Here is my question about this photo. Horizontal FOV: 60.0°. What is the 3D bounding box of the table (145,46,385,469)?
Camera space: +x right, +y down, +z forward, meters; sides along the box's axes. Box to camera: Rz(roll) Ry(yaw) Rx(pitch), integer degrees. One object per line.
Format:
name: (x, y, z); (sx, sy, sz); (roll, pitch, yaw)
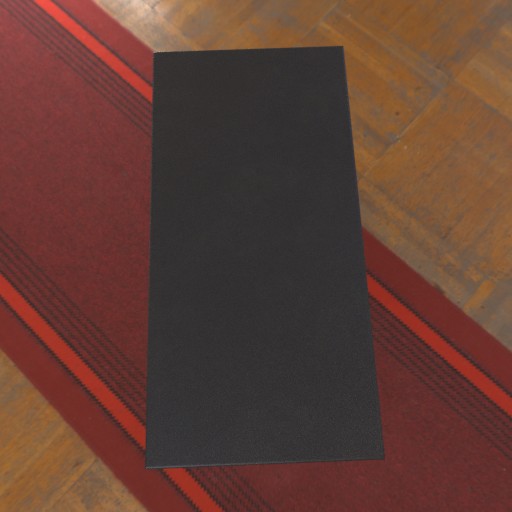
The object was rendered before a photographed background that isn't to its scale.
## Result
table: (0.000, 0.000, 1.389); (0.550, 0.510, 1.107); (-2, 76, -1)
